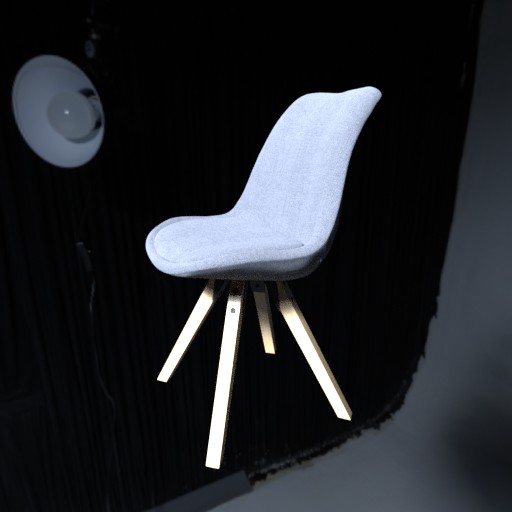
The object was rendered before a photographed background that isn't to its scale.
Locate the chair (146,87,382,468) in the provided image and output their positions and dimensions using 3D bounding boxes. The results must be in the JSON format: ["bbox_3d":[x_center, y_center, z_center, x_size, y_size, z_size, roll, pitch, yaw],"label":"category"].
[{"bbox_3d":[0.000,0.000,1.187,0.550,0.850,0.485,-8,18,-26],"label":"chair"}]
